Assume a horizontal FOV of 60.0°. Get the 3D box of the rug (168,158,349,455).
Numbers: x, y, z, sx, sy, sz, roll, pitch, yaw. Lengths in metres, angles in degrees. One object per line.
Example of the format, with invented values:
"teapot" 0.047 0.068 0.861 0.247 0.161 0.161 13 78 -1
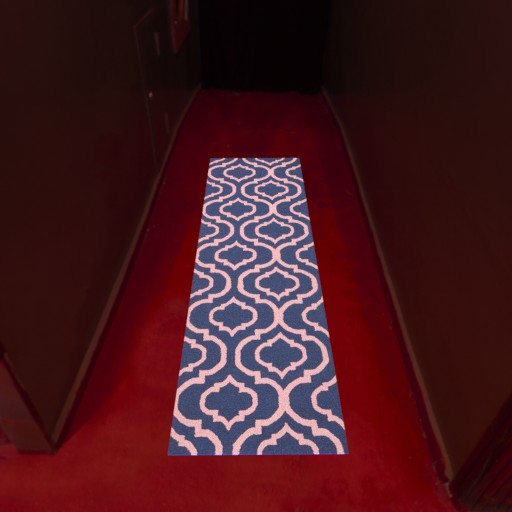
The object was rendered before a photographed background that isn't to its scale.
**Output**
"rug" 0.000 0.000 2.547 0.685 0.006 2.296 0 41 0
